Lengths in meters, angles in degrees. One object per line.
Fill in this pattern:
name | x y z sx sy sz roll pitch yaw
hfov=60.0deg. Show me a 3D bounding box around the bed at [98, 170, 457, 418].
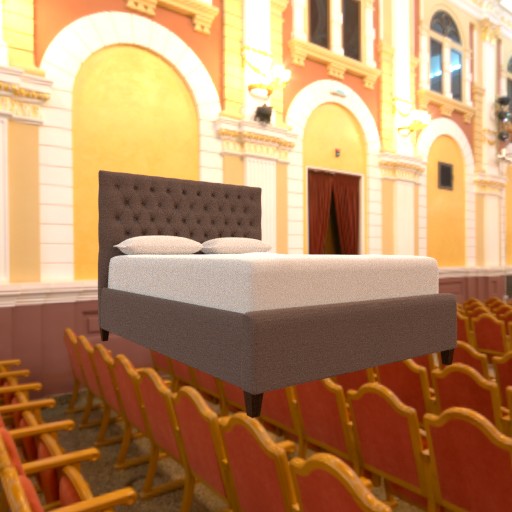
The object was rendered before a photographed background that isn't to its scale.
bed | 0.000 0.000 3.319 1.696 1.426 2.233 0 0 -36
